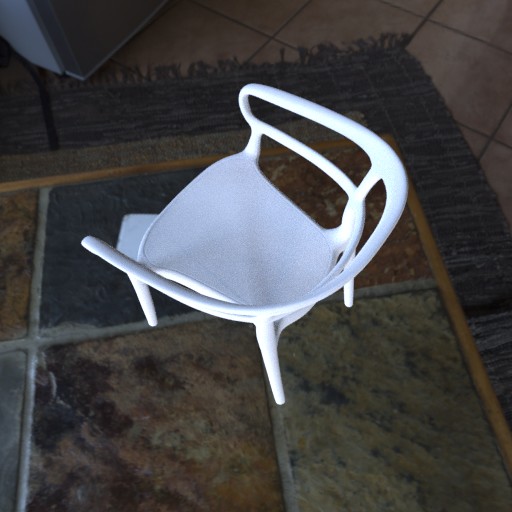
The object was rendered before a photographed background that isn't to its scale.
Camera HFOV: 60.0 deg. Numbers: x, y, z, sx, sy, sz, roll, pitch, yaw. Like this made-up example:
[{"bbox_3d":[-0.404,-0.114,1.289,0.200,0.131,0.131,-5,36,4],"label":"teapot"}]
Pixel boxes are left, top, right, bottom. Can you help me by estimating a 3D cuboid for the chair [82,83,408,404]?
[{"bbox_3d":[0.000,0.000,1.133,0.527,0.761,0.559,34,69,15],"label":"chair"}]
